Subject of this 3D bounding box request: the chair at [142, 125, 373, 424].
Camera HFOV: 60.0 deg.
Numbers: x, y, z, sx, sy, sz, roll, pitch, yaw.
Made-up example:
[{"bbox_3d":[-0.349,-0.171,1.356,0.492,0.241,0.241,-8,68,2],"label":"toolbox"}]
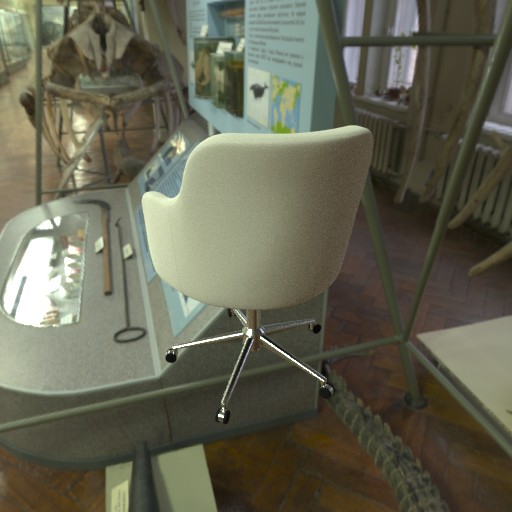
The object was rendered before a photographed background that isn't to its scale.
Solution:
[{"bbox_3d":[0.000,0.000,1.298,0.602,0.819,0.647,-8,28,-15],"label":"chair"}]
